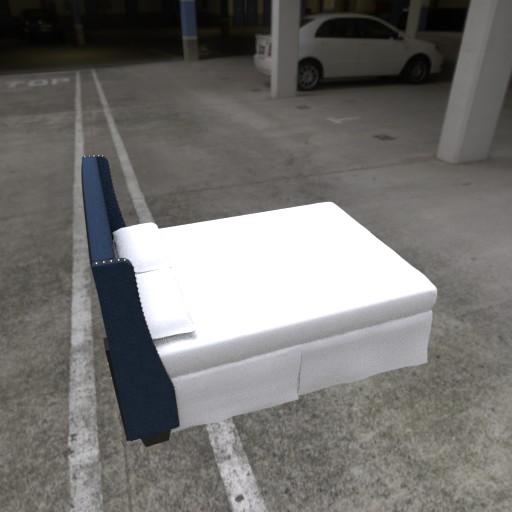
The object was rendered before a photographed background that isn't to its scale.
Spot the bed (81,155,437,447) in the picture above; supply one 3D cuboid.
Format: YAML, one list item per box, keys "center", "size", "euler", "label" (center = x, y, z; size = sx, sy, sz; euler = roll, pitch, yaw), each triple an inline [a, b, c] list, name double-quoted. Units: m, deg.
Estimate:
- center: [0.000, 0.000, 3.254]
  size: [2.223, 1.402, 1.604]
  euler: [-11, 33, -17]
  label: "bed"
